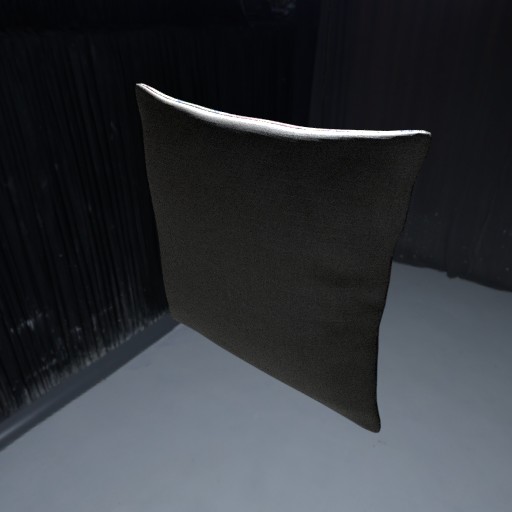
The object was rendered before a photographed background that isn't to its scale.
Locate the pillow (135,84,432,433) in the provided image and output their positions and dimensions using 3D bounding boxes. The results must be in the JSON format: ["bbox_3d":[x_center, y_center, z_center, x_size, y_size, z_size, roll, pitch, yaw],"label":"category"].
[{"bbox_3d":[0.000,0.000,0.756,0.523,0.506,0.166,22,37,33],"label":"pillow"}]
